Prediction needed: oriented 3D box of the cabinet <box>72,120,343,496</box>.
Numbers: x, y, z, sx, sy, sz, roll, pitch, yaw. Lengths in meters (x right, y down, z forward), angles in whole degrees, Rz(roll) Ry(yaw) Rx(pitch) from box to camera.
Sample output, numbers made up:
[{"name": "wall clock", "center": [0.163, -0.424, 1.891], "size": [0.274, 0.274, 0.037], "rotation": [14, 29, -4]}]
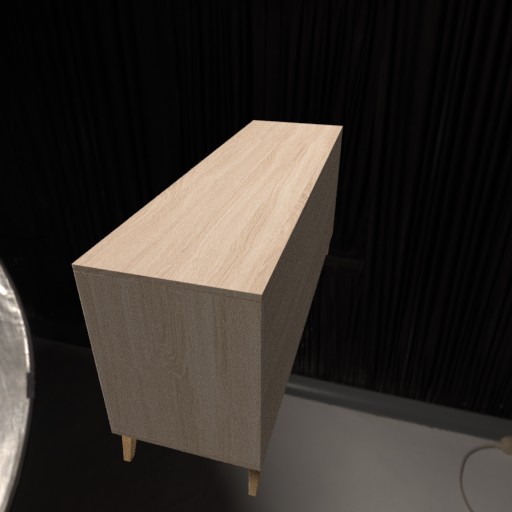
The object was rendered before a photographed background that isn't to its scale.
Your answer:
[{"name": "cabinet", "center": [0.000, 0.000, 1.946], "size": [0.500, 0.780, 1.649], "rotation": [8, 31, 14]}]
